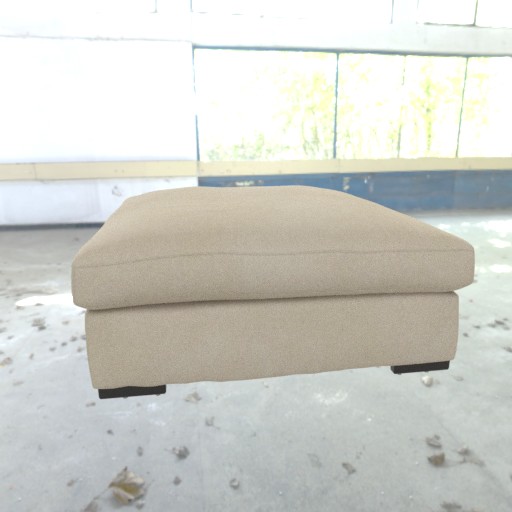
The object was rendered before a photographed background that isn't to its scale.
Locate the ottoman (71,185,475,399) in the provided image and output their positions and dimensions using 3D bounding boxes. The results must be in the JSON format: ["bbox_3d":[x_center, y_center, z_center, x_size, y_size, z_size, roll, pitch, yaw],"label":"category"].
[{"bbox_3d":[0.000,0.000,1.841,1.190,0.522,1.205,-2,16,-8],"label":"ottoman"}]
